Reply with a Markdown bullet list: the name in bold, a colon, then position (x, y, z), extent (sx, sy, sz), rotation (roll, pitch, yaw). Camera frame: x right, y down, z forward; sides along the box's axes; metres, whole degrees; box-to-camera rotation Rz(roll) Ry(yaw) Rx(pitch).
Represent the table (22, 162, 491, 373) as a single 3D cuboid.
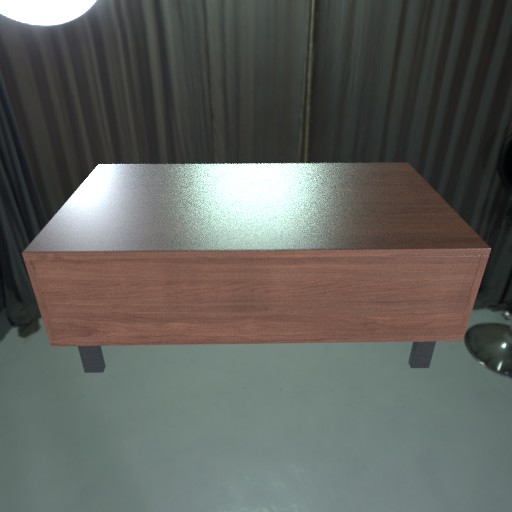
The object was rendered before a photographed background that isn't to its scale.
- **table**: position (0.000, 0.000, 1.318), extent (1.020, 0.380, 0.600), rotation (-1, 31, -1)
